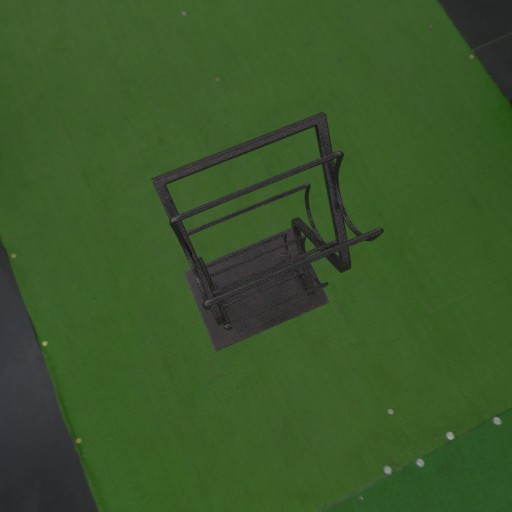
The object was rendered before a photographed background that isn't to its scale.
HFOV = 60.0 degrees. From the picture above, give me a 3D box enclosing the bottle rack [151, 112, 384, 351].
[{"bbox_3d":[0.000,0.000,0.667,0.254,0.559,0.178,-23,77,-6],"label":"bottle rack"}]
